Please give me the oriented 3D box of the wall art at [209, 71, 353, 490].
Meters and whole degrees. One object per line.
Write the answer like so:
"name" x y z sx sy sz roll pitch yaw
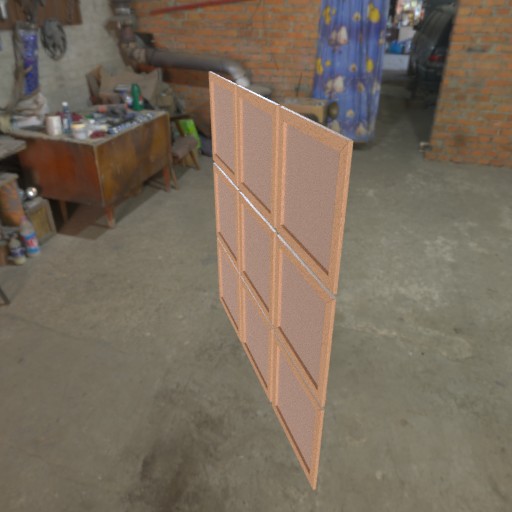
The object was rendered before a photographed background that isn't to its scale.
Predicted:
"wall art" 0.000 0.000 2.168 0.014 1.507 1.519 -10 31 -17
